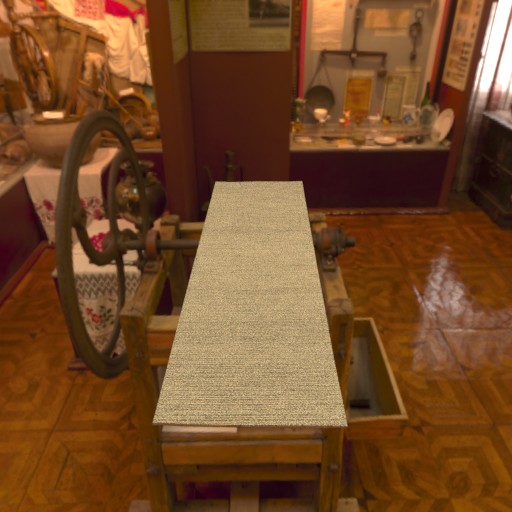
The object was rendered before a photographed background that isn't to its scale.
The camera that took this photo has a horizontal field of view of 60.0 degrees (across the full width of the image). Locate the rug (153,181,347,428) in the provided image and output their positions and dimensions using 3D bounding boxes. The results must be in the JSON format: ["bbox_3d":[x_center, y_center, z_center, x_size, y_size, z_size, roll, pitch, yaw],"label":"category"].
[{"bbox_3d":[0.000,0.000,2.550,0.692,0.032,2.320,1,31,1],"label":"rug"}]
